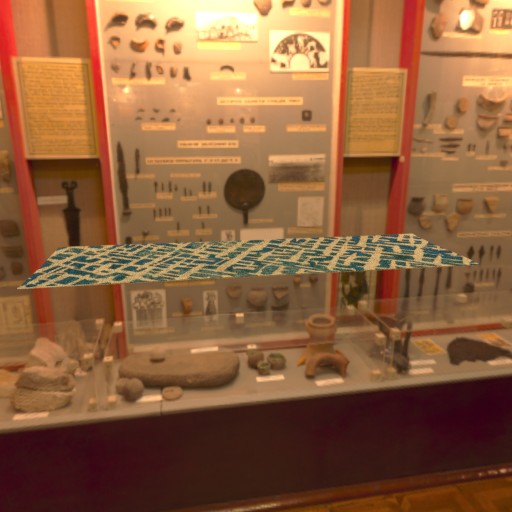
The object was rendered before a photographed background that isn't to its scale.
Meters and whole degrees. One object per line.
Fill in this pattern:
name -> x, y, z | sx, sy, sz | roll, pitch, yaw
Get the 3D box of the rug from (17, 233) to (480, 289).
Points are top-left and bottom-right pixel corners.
rug -> 0.000, 0.000, 2.676 | 2.446, 0.011, 0.768 | -3, 16, -9
